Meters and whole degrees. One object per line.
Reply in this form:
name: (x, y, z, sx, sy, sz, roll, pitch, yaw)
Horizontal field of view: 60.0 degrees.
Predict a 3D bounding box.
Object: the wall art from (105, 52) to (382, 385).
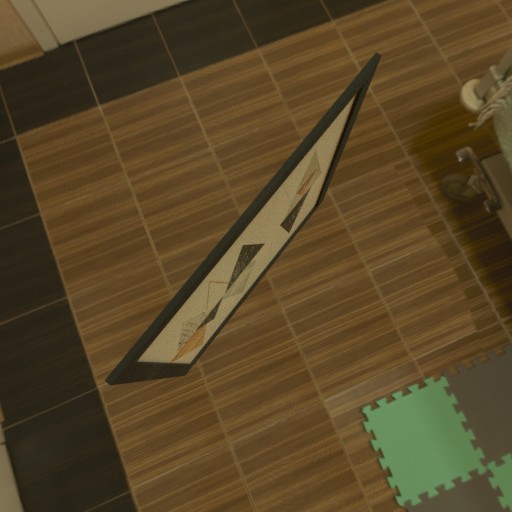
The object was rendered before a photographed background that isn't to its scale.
wall art: (0.000, 0.000, 1.231, 0.013, 0.823, 0.823, 37, 79, 9)
